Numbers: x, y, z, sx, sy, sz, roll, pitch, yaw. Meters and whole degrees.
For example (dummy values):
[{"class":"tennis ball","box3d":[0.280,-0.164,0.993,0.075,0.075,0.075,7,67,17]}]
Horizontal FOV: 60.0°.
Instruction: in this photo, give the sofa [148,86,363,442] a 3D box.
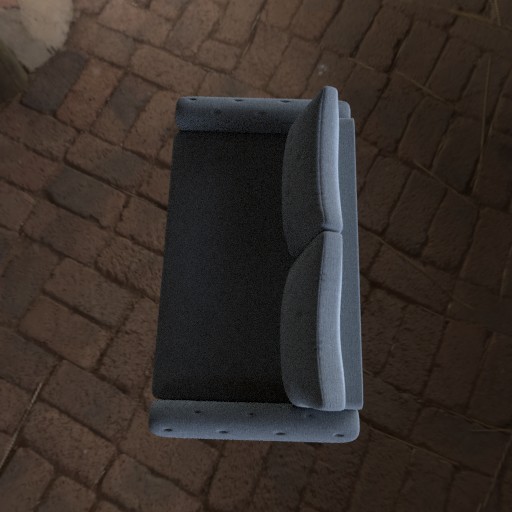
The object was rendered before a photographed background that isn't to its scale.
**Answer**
[{"class":"sofa","box3d":[0.000,0.000,2.143,0.920,0.790,1.650,2,75,0]}]
